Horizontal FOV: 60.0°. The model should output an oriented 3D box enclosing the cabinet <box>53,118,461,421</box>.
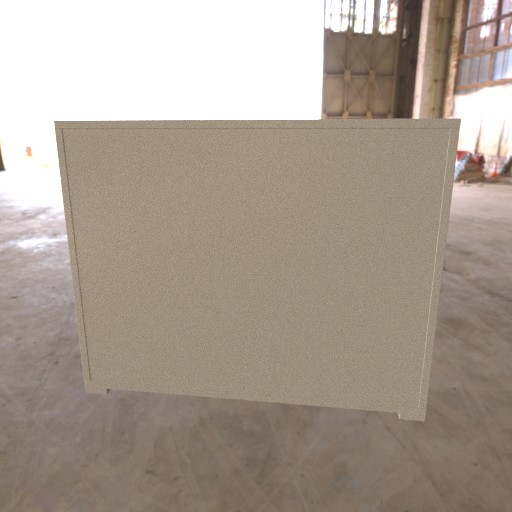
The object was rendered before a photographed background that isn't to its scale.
[{"bbox_3d":[0.000,0.000,1.374,1.000,0.800,0.400,2,16,8],"label":"cabinet"}]
